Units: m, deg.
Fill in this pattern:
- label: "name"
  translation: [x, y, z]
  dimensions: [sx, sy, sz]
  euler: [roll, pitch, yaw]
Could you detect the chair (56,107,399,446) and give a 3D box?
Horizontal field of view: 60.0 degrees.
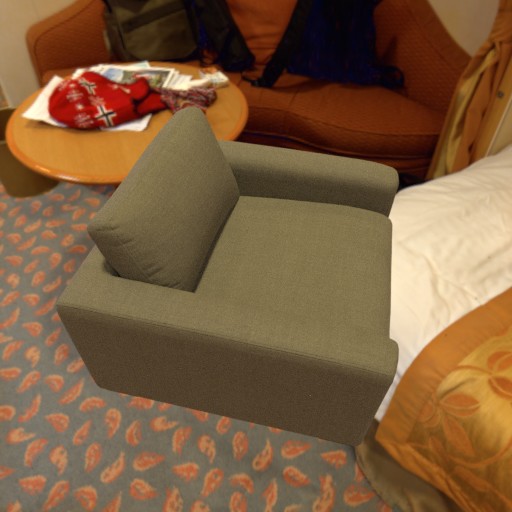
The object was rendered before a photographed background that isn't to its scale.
- label: "chair"
  translation: [0.000, 0.000, 1.820]
  dimensions: [1.100, 0.847, 1.070]
  euler: [10, 47, 9]
